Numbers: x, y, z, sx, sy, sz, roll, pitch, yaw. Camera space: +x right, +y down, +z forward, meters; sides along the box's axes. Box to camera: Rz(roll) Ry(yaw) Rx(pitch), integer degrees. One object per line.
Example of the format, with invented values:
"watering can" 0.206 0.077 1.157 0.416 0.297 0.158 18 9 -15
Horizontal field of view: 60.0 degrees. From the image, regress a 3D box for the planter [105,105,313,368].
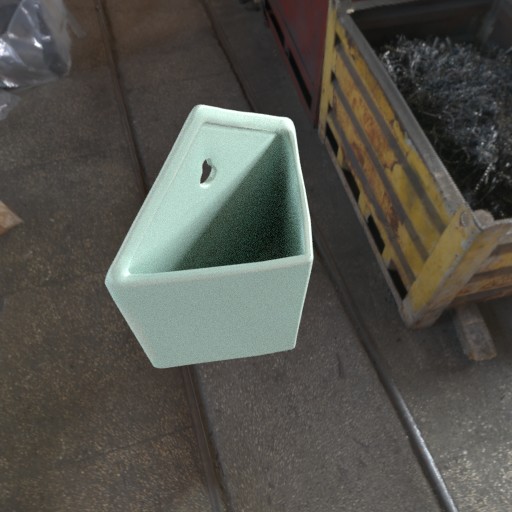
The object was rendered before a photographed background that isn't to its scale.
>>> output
"planter" 0.000 0.000 0.286 0.079 0.197 0.164 35 64 20
